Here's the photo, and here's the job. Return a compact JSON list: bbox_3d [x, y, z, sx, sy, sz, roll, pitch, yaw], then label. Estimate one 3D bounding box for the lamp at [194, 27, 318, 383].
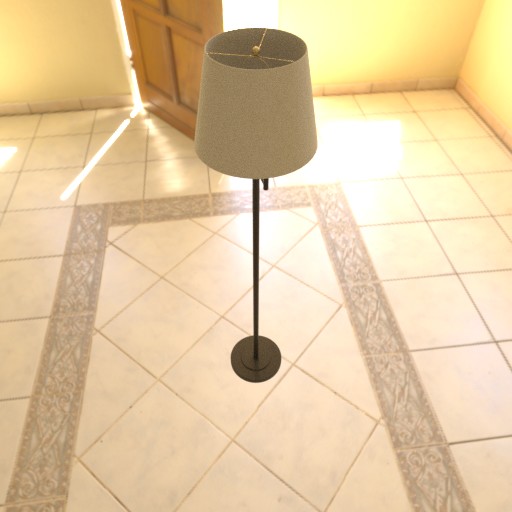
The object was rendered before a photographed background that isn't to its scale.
[{"bbox_3d":[0.000,0.000,1.601,0.348,1.473,0.348,-12,48,-11],"label":"lamp"}]
